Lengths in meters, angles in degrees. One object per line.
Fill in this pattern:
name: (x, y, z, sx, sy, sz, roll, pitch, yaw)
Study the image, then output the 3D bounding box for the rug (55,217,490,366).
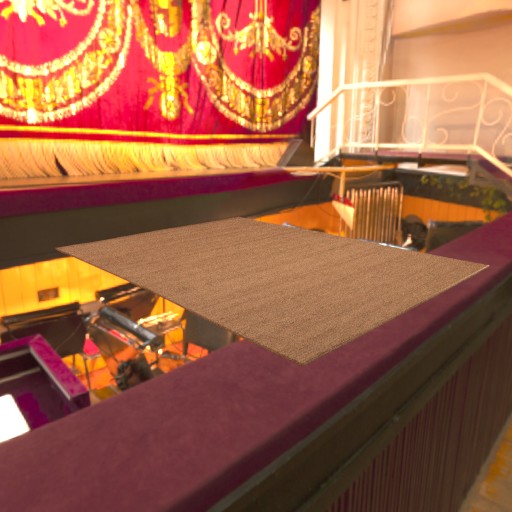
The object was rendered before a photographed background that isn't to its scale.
rug: (0.000, 0.000, 4.784, 2.873, 0.053, 3.778, -14, 21, -42)
